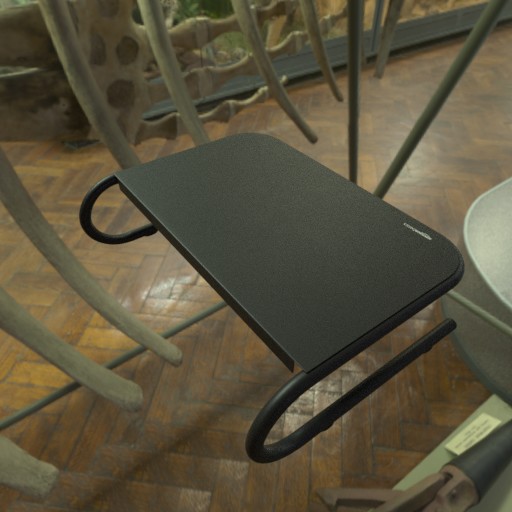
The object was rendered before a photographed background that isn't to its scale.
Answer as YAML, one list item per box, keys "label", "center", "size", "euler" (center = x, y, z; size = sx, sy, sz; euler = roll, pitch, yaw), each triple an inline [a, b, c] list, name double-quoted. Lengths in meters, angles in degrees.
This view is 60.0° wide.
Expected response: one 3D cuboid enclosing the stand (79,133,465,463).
- label: "stand"
  center: [0.000, 0.000, 0.506]
  size: [0.280, 0.108, 0.370]
  euler: [-26, 47, -27]
